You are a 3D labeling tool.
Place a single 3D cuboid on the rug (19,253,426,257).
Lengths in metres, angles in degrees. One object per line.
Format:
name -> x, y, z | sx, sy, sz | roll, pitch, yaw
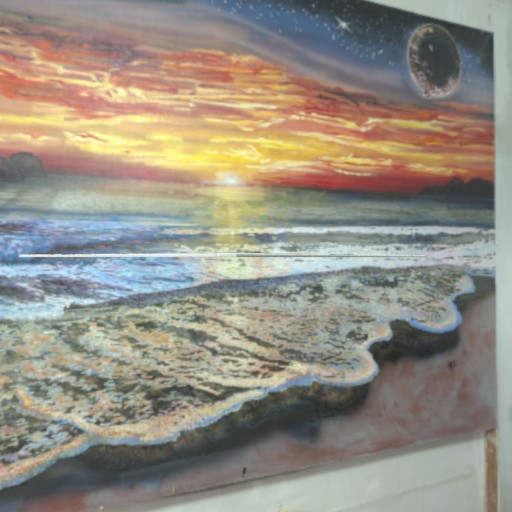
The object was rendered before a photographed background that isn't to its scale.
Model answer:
rug -> 0.000, 0.000, 2.862 | 1.514, 0.014, 2.275 | 0, 0, 36
